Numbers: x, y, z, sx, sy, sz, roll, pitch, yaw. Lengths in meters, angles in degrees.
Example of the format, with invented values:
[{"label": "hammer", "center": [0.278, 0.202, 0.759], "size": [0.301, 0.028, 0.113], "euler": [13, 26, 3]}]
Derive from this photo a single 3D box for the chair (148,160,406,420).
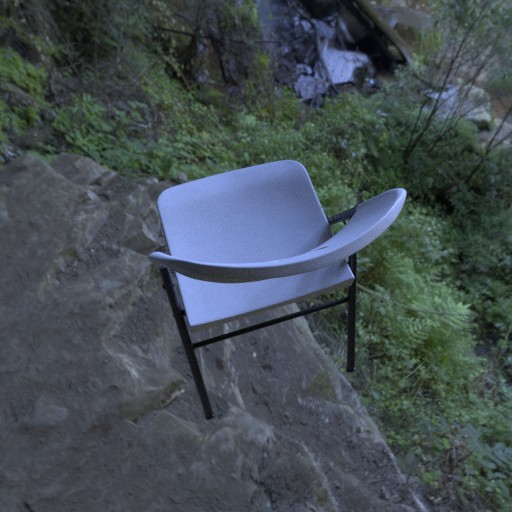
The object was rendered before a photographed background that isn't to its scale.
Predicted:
[{"label": "chair", "center": [0.000, 0.000, 1.161], "size": [0.494, 0.810, 0.566], "euler": [-15, 60, -9]}]
